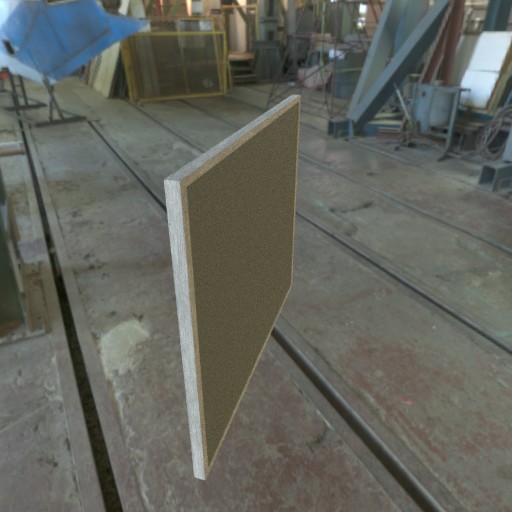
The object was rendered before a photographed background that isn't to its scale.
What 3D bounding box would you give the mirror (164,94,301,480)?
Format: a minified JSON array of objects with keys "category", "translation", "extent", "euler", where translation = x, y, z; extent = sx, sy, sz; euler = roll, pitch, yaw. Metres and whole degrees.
[{"category":"mirror","translation":[0.000,0.000,1.167],"extent":[0.028,0.689,0.839],"euler":[8,30,15]}]
